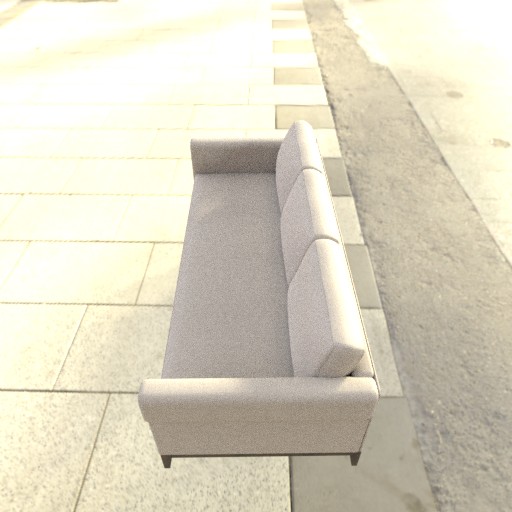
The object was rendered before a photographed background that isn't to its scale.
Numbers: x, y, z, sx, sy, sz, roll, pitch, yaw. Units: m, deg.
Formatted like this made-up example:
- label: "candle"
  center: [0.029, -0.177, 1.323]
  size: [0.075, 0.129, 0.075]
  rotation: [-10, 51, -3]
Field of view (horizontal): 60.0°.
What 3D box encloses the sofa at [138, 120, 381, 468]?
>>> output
- label: "sofa"
  center: [0.000, 0.000, 2.696]
  size: [0.959, 0.838, 2.210]
  rotation: [-1, 42, -1]
